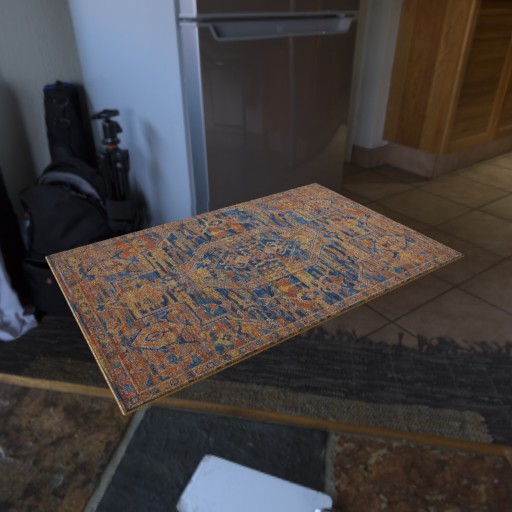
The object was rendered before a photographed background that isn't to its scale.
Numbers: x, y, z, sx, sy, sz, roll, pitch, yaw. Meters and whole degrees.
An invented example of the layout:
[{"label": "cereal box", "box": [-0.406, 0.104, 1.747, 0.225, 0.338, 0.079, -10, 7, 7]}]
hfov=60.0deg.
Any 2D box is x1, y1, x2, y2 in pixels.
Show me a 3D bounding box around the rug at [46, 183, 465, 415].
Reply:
[{"label": "rug", "box": [0.000, 0.000, 2.214, 1.758, 0.013, 1.148, -19, 36, -28]}]
